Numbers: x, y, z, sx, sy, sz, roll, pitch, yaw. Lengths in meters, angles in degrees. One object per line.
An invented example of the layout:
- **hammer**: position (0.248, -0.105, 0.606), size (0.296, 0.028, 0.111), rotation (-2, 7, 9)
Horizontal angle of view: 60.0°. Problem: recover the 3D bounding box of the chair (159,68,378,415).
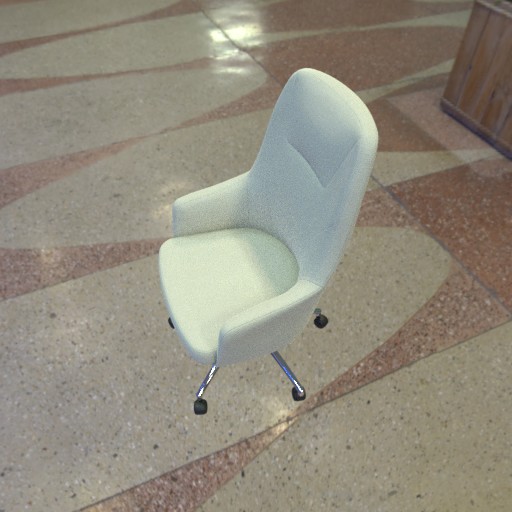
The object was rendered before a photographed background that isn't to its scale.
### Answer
- **chair**: position (0.000, 0.000, 1.466), size (0.640, 1.049, 0.620), rotation (-15, 49, -14)
